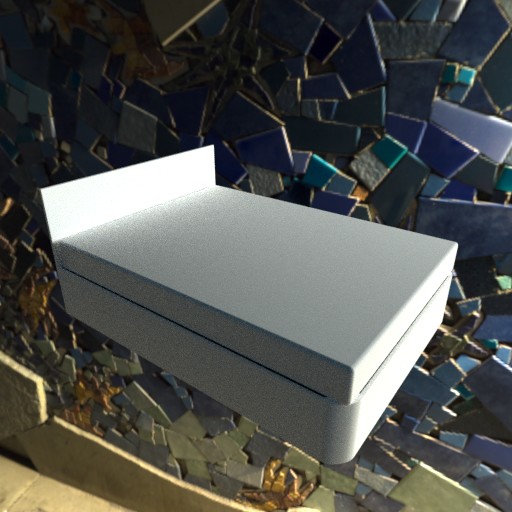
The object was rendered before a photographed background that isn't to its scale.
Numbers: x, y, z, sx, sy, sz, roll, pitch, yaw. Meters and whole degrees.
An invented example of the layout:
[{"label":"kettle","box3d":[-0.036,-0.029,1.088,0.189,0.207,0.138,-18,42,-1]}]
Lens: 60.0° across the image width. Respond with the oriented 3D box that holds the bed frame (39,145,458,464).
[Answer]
[{"label":"bed frame","box3d":[0.000,0.000,2.577,1.900,0.800,1.400,18,32,33]}]
